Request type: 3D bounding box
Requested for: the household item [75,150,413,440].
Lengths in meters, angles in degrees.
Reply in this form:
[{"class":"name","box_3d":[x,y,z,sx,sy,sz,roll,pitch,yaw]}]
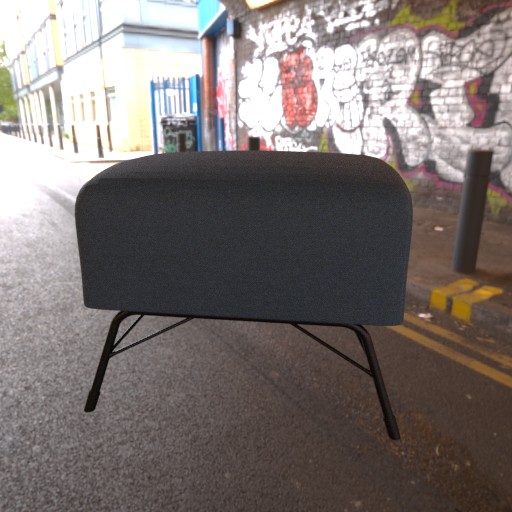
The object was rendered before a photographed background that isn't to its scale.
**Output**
[{"class":"household item","box_3d":[0.000,0.000,0.914,0.530,0.420,0.530,2,17,7]}]
